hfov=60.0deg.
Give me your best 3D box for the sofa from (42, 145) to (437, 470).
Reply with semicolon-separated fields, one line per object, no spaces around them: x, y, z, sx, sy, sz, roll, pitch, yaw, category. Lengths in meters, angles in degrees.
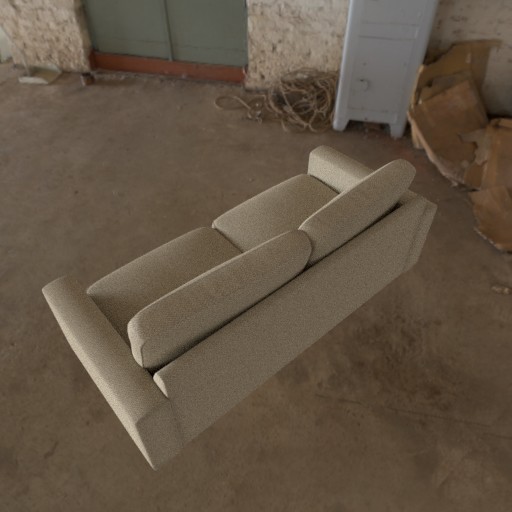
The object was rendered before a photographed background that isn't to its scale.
0.000;0.000;2.652;2.179;0.873;1.016;-31;53;-28;sofa
